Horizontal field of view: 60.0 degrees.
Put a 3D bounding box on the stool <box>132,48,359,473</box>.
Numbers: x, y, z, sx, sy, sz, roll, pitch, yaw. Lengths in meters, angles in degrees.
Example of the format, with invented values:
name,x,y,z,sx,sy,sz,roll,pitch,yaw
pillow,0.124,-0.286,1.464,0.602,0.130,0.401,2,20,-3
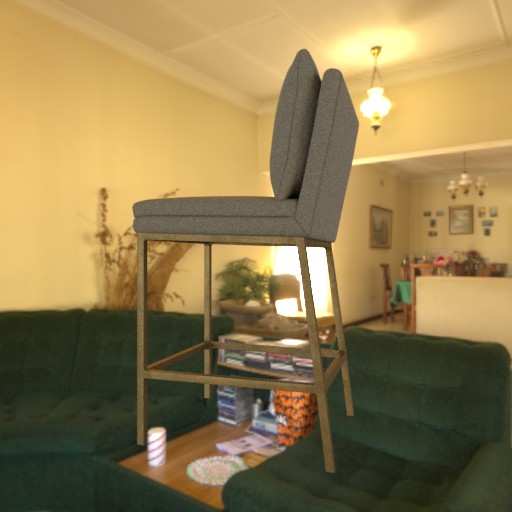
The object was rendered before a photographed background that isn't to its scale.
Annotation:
name,x,y,z,sx,sy,sz,roll,pitch,yaw
stool,0.000,0.000,1.335,0.569,1.030,0.463,0,0,19
